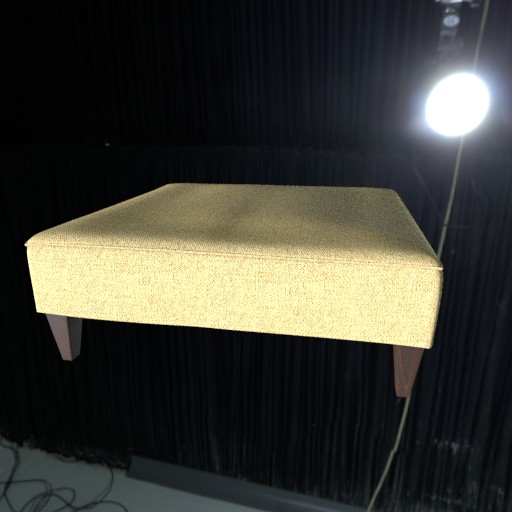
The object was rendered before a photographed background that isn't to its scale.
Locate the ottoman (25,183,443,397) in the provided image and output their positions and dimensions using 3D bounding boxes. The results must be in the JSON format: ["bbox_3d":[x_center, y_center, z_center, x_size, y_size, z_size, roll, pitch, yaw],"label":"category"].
[{"bbox_3d":[0.000,0.000,1.482,0.981,0.378,0.970,3,18,10],"label":"ottoman"}]
